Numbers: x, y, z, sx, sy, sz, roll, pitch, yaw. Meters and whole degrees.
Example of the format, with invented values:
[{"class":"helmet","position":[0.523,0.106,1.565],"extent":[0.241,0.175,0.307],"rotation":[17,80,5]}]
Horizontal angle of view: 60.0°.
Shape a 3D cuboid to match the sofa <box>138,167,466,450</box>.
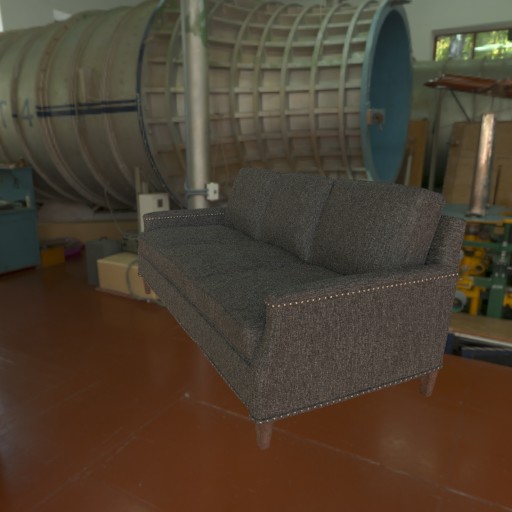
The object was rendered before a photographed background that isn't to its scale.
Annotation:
[{"class":"sofa","position":[0.000,0.000,2.786],"extent":[1.084,1.003,2.246],"rotation":[-7,16,-25]}]
